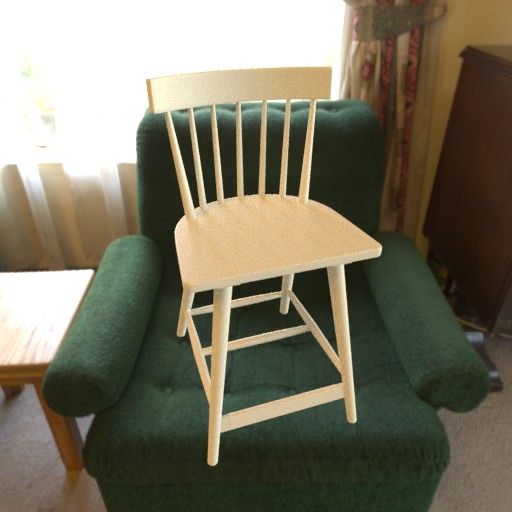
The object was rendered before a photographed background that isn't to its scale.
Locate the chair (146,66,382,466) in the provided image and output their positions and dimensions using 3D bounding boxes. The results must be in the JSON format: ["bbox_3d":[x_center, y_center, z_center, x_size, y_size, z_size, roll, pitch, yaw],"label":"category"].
[{"bbox_3d":[0.000,0.000,1.259,0.483,0.952,0.572,-10,34,-15],"label":"chair"}]
